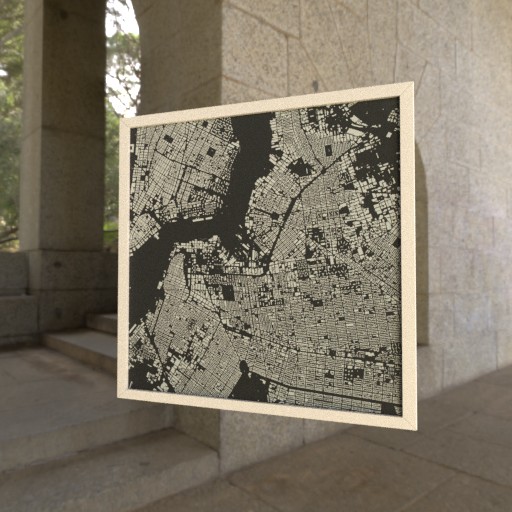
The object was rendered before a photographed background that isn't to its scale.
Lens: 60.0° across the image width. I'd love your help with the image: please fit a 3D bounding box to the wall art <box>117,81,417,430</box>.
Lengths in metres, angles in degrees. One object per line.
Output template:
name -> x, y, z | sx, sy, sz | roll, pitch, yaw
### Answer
wall art -> 0.000, 0.000, 0.452 | 0.305, 0.305, 0.037 | -1, -2, 19
